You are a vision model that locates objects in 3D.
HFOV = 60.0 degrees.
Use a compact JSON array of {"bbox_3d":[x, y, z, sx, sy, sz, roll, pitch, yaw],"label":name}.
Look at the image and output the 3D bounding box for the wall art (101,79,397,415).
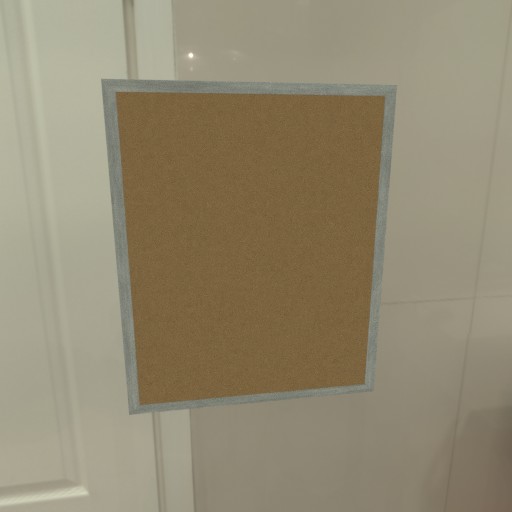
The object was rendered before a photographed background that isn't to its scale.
[{"bbox_3d":[0.000,0.000,0.794,0.479,0.582,0.022,-2,15,-9],"label":"wall art"}]
